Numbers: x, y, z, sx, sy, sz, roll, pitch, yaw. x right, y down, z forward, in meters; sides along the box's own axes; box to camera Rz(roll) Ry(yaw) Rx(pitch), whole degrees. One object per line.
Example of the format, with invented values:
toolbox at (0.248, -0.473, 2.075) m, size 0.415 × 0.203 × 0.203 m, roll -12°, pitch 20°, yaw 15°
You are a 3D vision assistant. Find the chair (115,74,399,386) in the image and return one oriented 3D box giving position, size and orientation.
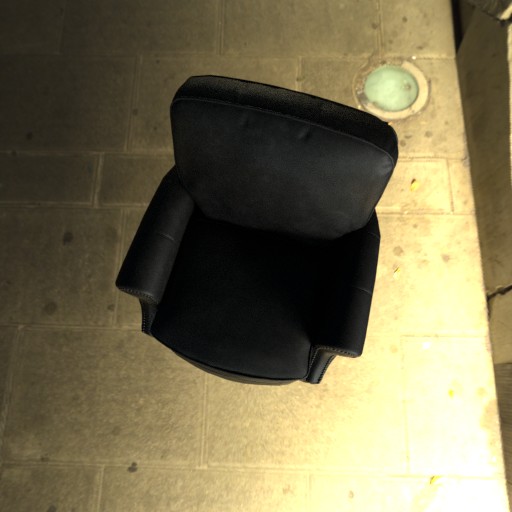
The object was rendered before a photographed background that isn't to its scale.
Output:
chair at (0.000, 0.000, 1.738) m, size 0.936 × 1.018 × 0.986 m, roll 16°, pitch 76°, yaw 4°
